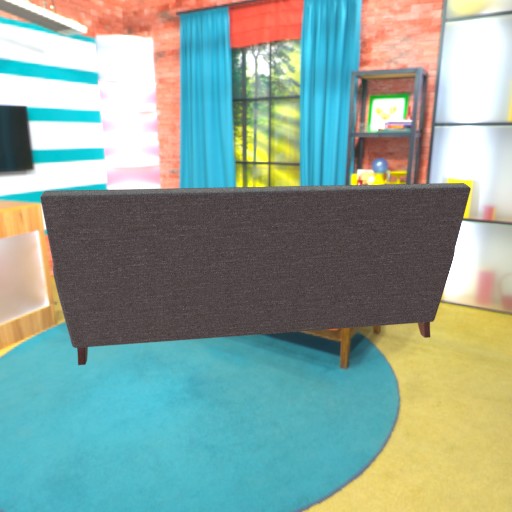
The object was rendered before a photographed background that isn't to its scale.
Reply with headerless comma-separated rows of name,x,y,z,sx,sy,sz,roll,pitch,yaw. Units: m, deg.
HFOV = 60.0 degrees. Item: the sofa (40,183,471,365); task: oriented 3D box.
sofa,0.000,0.000,2.446,1.976,0.846,0.875,-3,15,-9
